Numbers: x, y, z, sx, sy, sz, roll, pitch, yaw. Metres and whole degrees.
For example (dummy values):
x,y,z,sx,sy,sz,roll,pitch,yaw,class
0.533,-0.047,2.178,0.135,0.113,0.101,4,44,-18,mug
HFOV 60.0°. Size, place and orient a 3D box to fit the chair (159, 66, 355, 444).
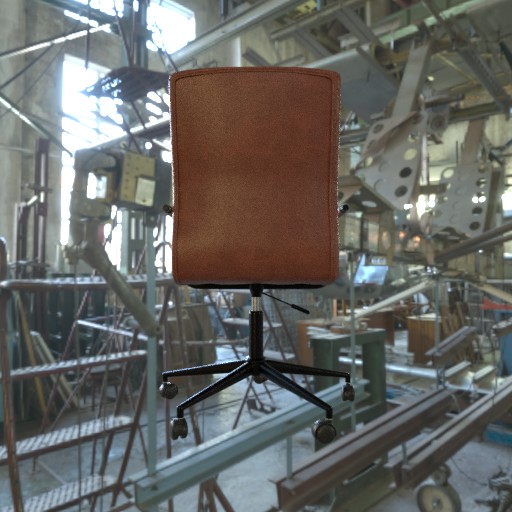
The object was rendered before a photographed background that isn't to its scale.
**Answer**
x,y,z,sx,sy,sz,roll,pitch,yaw,class
0.000,0.000,1.308,0.600,0.878,0.578,0,-2,1,chair
